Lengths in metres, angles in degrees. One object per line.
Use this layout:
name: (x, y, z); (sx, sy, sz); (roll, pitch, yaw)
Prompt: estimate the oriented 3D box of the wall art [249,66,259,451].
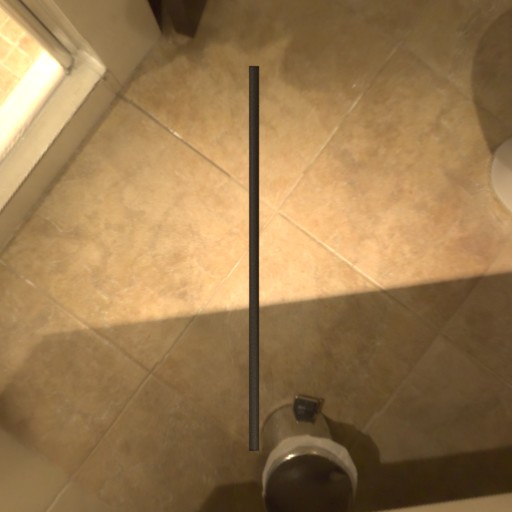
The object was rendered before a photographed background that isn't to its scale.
wall art: (0.000, 0.000, 0.849); (0.012, 0.661, 0.451); (0, 91, 0)
